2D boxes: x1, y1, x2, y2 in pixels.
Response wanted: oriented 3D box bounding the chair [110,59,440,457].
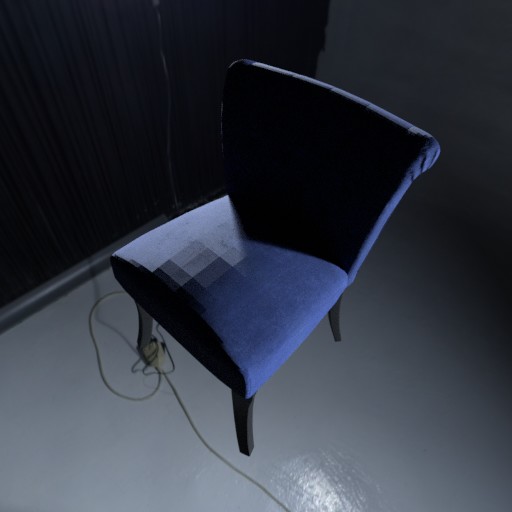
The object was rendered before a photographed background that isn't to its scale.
[{"bbox_3d":[0.000,0.000,1.185,0.585,0.753,0.606,35,56,29],"label":"chair"}]
